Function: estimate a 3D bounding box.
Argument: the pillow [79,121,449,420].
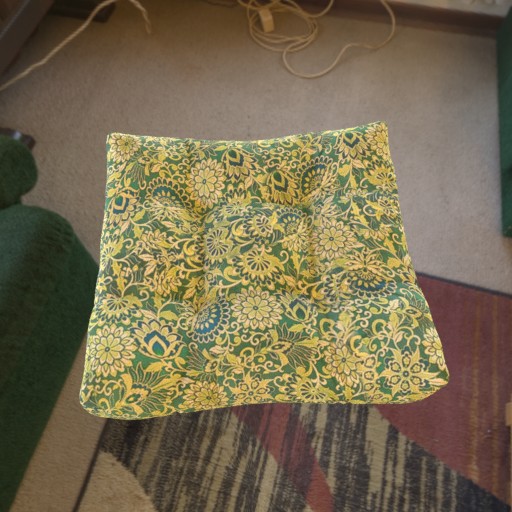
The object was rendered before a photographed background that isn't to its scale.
[{"bbox_3d":[0.000,0.000,0.699,0.490,0.128,0.468,-3,63,-2],"label":"pillow"}]
